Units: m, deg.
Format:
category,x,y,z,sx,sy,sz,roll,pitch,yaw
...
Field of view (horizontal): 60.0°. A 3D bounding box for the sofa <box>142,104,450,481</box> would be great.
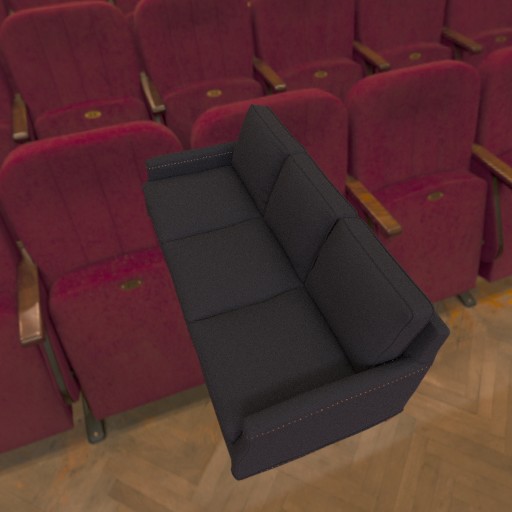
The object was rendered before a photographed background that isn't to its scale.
category,x,y,z,sx,sy,sz,roll,pitch,yaw
sofa,0.000,0.000,2.814,1.084,1.003,2.246,-15,48,-14
